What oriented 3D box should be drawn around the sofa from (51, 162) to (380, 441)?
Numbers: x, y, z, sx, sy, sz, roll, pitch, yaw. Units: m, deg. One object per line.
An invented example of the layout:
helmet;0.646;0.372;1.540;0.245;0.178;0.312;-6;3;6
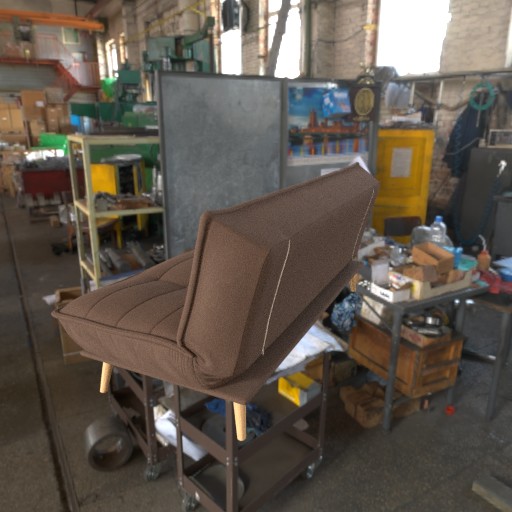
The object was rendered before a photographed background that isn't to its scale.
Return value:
sofa;0.000;0.000;2.429;0.950;0.890;1.940;8;19;25
